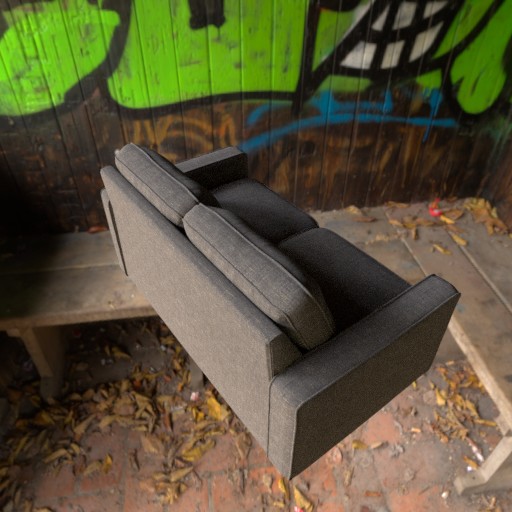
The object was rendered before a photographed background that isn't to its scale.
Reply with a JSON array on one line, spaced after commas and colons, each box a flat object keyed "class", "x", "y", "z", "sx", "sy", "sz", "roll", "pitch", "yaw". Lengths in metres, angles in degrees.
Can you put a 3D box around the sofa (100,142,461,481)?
[{"class": "sofa", "x": 0.000, "y": 0.000, "z": 2.255, "sx": 0.947, "sy": 0.918, "sz": 1.709, "roll": -26, "pitch": 46, "yaw": -27}]
